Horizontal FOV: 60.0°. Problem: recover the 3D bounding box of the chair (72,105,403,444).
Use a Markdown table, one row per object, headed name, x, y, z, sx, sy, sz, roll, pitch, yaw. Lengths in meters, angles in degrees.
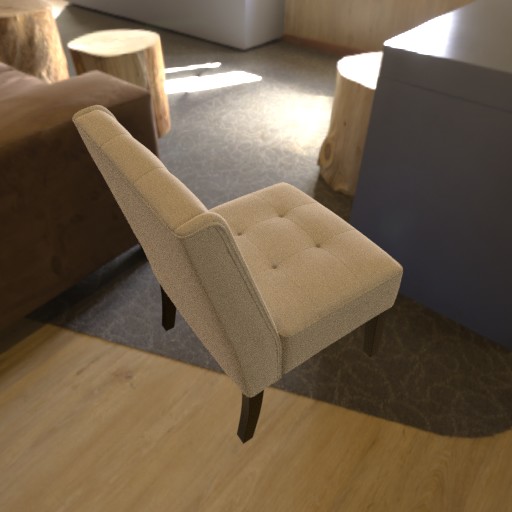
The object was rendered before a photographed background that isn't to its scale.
| name | x | y | z | sx | sy | sz | roll | pitch | yaw |
| --- | --- | --- | --- | --- | --- | --- | --- | --- | --- |
| chair | 0.000 | 0.000 | 1.280 | 0.676 | 0.853 | 0.569 | -25 | 47 | -25 |
